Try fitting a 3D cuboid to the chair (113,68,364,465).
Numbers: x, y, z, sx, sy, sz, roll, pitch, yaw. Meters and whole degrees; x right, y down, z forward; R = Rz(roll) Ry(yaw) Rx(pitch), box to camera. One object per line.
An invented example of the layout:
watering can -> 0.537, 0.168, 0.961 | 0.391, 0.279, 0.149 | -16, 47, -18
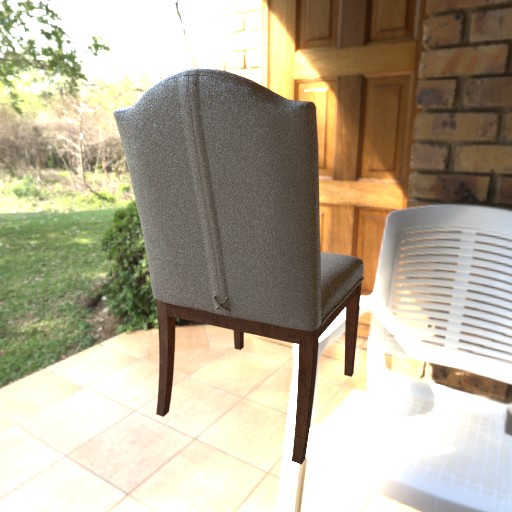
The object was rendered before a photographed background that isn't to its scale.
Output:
chair -> 0.000, 0.000, 1.372 | 0.534, 1.012, 0.648 | 8, 17, 26
